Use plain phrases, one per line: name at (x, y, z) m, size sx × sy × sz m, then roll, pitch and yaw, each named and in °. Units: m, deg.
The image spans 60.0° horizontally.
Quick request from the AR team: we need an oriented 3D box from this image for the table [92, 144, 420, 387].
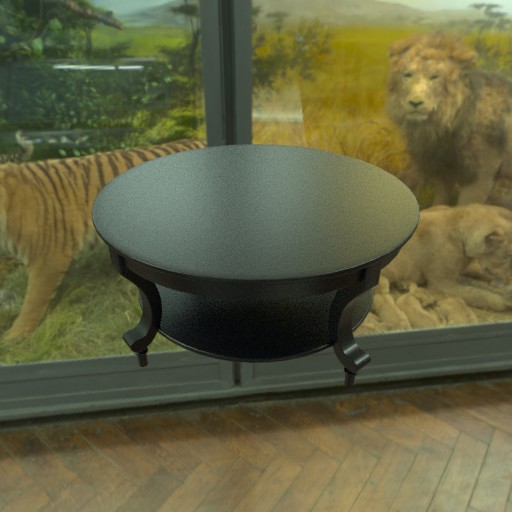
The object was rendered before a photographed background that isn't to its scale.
table at (0.000, 0.000, 1.575) m, size 1.029 × 0.491 × 1.029 m, roll 0°, pitch 31°, yaw 0°
